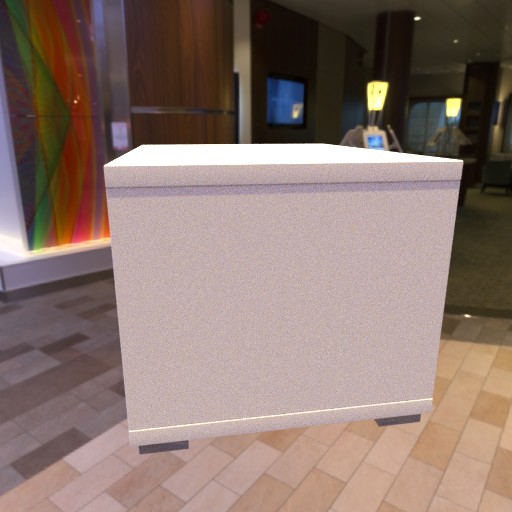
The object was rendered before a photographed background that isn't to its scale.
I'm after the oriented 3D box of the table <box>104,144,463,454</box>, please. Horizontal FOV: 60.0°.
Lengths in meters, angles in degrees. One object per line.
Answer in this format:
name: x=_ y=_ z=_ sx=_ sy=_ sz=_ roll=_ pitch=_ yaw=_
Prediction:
table: x=0.000 y=0.000 z=0.772 sx=0.399 sy=0.357 sz=0.517 roll=-3 pitch=16 yaw=-9
